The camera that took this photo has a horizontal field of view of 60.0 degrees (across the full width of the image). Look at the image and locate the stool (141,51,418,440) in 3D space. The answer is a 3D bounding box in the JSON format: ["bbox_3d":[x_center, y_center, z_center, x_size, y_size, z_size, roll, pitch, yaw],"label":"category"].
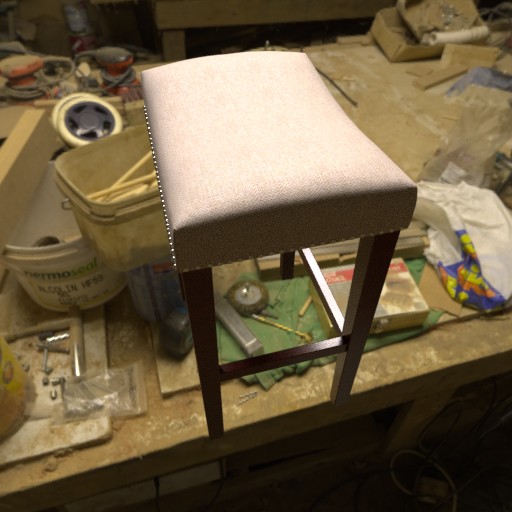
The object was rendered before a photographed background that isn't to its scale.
[{"bbox_3d":[0.000,0.000,1.017,0.372,0.742,0.504,-11,47,-10],"label":"stool"}]
